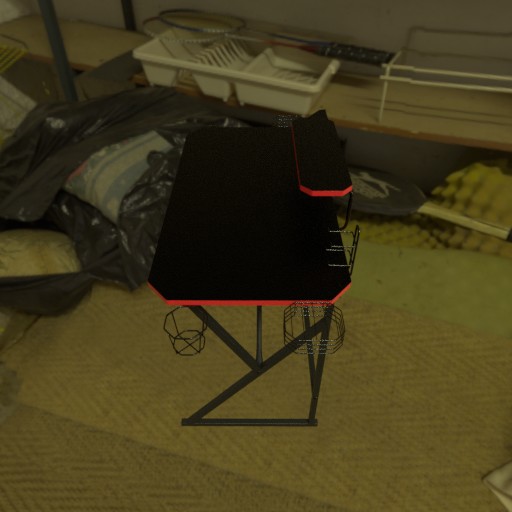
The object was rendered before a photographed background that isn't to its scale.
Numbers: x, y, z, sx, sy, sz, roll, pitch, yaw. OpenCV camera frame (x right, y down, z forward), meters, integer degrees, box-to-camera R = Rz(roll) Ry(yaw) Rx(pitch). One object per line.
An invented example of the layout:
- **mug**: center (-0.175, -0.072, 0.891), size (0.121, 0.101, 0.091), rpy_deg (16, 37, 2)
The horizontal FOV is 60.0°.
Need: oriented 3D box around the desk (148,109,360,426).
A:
- **desk**: center (0.000, 0.000, 1.730), size (0.588, 0.913, 1.280), rpy_deg (0, 41, 0)
